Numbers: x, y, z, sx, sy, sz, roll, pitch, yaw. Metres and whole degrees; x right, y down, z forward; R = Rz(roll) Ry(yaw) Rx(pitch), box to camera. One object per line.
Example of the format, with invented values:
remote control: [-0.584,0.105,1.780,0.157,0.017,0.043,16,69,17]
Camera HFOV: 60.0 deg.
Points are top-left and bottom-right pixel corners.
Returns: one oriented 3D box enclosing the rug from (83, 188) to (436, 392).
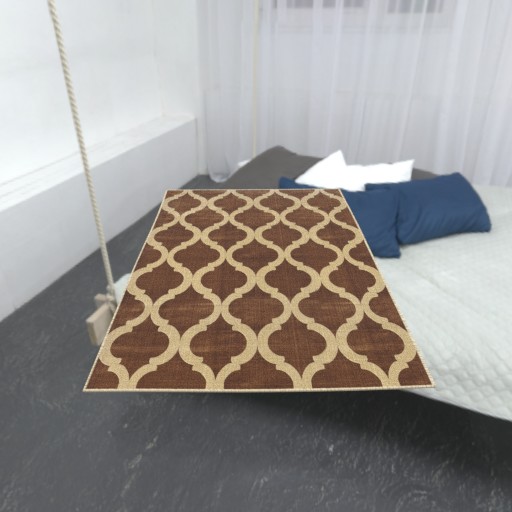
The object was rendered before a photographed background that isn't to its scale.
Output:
rug: [0.000,0.000,2.870,1.522,0.008,2.284,-1,30,-1]
